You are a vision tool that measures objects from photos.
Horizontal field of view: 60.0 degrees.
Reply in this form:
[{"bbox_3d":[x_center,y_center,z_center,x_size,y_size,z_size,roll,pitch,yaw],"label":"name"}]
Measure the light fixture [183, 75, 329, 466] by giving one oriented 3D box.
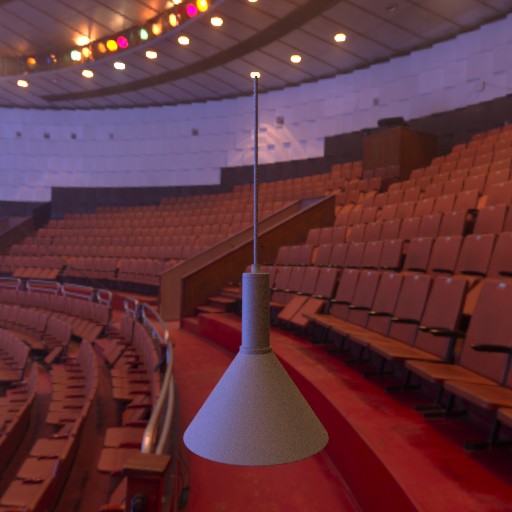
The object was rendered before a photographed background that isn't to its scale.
[{"bbox_3d":[0.000,0.000,0.832,0.267,0.683,0.267,0,-1,0],"label":"light fixture"}]
